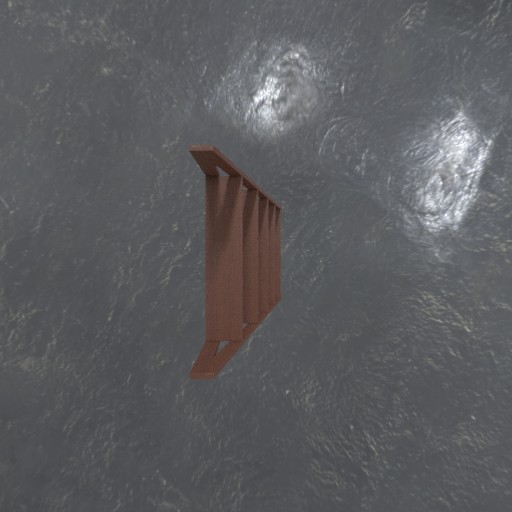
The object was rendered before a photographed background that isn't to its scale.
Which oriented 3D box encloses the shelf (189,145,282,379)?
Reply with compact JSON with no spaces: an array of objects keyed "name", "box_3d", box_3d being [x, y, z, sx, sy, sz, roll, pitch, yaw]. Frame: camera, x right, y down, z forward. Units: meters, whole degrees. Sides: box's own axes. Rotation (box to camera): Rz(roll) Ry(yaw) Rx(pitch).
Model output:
[{"name":"shelf","box_3d":[0.000,0.000,2.008,0.350,1.770,0.600,0,91,0]}]
